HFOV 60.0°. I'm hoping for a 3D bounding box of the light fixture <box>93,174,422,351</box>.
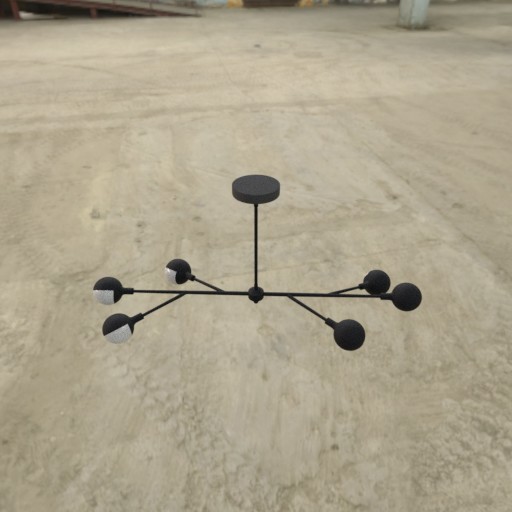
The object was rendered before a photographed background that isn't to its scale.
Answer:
[{"bbox_3d":[0.000,0.000,1.029,0.778,0.362,0.434,10,35,15],"label":"light fixture"}]
